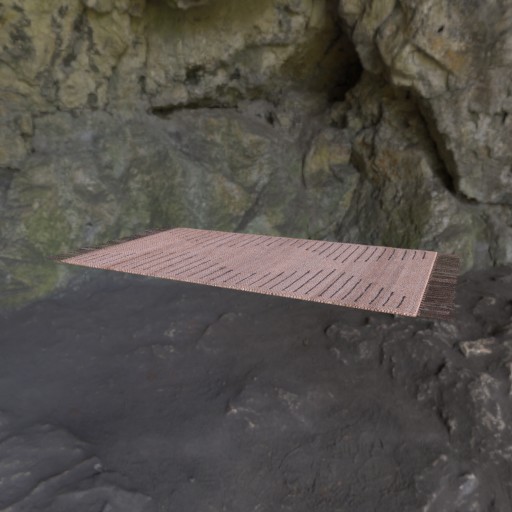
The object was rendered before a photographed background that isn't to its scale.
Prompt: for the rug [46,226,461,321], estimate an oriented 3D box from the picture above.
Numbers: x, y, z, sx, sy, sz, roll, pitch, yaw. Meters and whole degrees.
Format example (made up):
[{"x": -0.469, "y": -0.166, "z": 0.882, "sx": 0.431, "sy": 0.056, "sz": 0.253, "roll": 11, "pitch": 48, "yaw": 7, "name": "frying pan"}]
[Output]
[{"x": 0.000, "y": 0.000, "z": 2.039, "sx": 1.718, "sy": 0.017, "sz": 0.905, "roll": 7, "pitch": 16, "yaw": 25, "name": "rug"}]
